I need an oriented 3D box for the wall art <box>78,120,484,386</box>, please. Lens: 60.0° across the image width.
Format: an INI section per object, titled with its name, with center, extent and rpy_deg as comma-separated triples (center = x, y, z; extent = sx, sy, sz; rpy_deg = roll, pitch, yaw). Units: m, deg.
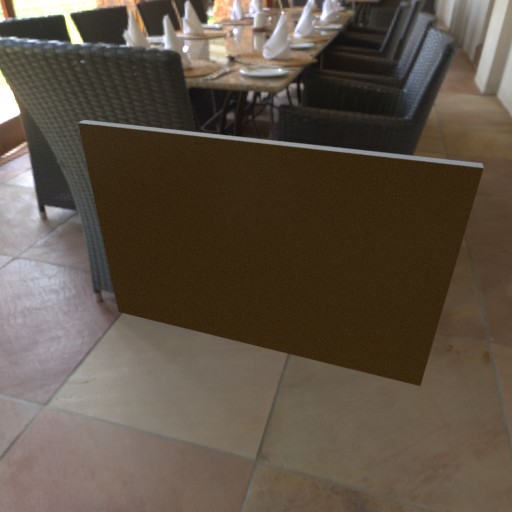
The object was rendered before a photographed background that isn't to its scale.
[wall art]
center = 0.000, 0.000, 1.151
extent = 0.932, 0.610, 0.027
rpy_deg = 11, 34, 16
